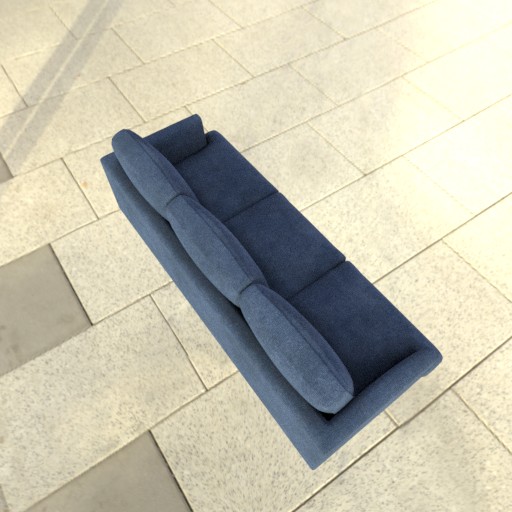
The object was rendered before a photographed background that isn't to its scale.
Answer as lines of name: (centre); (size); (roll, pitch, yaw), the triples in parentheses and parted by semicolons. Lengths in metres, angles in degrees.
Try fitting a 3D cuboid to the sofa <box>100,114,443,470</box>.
sofa: (0.000, 0.000, 2.710); (0.903, 0.930, 2.246); (-32, 63, -19)
